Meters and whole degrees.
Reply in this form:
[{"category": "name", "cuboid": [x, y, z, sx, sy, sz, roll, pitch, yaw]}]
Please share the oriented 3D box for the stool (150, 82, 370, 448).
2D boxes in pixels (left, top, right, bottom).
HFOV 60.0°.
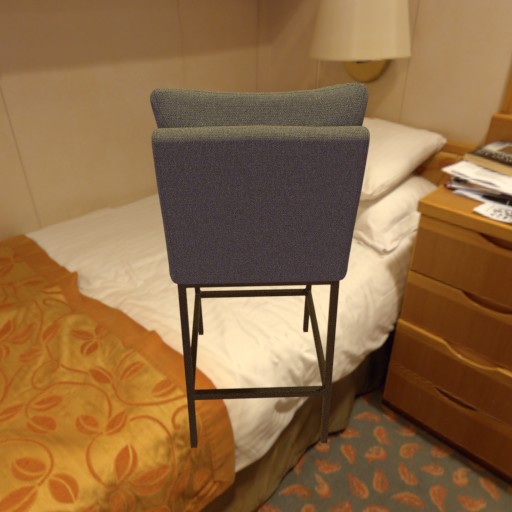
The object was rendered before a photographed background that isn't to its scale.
[{"category": "stool", "cuboid": [0.000, 0.000, 1.317, 0.463, 1.031, 0.569, -1, 31, -2]}]
